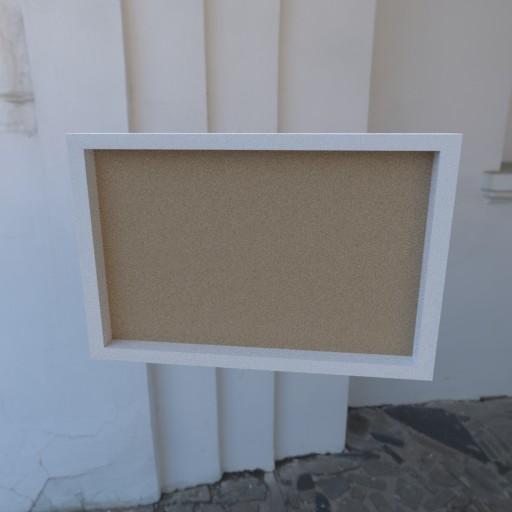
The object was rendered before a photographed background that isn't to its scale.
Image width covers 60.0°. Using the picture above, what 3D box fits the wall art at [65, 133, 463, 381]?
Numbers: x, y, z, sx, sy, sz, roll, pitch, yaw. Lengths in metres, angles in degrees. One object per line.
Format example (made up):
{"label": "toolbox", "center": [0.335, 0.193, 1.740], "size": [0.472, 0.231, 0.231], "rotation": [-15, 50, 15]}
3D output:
{"label": "wall art", "center": [0.000, 0.000, 0.477], "size": [0.384, 0.254, 0.039], "rotation": [2, 16, 7]}
